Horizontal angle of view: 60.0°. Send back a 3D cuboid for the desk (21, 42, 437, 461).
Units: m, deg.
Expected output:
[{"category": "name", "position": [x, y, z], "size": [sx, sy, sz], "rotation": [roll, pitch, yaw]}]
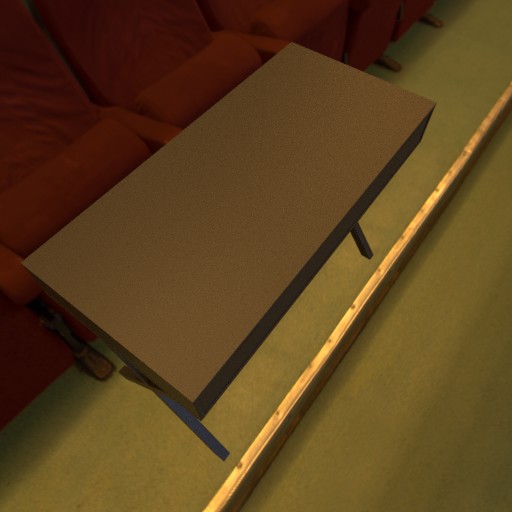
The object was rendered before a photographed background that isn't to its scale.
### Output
[{"category": "desk", "position": [0.000, 0.000, 1.450], "size": [0.504, 0.780, 1.057], "rotation": [32, 63, 19]}]
